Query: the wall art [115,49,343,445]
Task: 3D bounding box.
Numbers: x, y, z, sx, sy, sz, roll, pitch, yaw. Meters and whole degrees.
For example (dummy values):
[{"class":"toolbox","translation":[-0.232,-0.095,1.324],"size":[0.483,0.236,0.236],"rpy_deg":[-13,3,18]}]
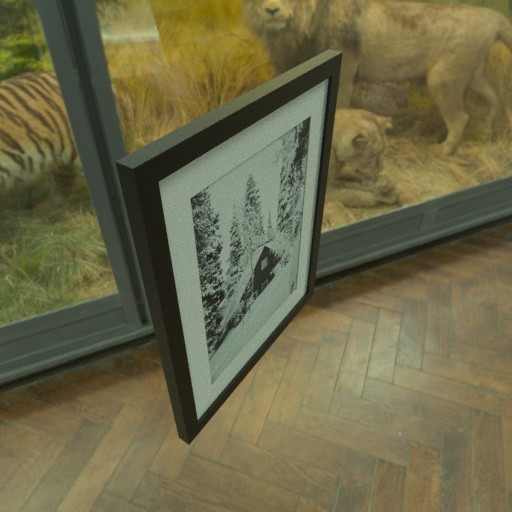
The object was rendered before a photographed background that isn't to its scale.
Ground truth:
[{"class":"wall art","translation":[0.000,0.000,0.541],"size":[0.018,0.397,0.325],"rpy_deg":[24,46,26]}]
